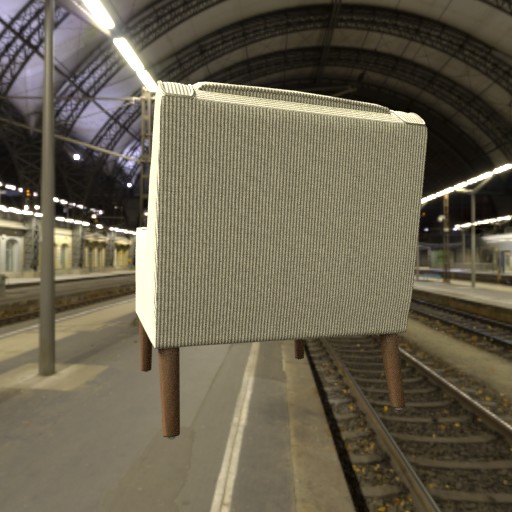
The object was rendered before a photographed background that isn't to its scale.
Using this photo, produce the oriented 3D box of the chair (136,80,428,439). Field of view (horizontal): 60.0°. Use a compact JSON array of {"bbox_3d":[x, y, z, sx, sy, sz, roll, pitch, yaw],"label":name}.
[{"bbox_3d":[0.000,0.000,1.327,0.663,0.792,0.743,0,-1,-19],"label":"chair"}]
